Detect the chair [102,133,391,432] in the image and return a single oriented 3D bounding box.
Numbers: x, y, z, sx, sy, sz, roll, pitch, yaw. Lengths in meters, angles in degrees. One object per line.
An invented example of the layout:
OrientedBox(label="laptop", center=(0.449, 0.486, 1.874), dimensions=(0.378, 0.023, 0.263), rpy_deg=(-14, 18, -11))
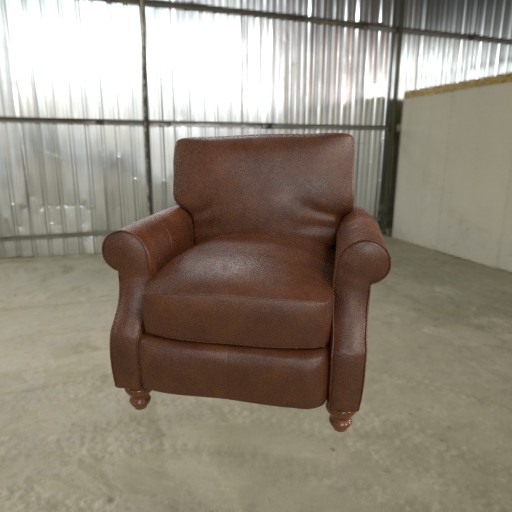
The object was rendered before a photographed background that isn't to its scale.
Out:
OrientedBox(label="chair", center=(0.000, 0.000, 1.793), dimensions=(0.989, 0.972, 0.992), rpy_deg=(3, 15, 10))
